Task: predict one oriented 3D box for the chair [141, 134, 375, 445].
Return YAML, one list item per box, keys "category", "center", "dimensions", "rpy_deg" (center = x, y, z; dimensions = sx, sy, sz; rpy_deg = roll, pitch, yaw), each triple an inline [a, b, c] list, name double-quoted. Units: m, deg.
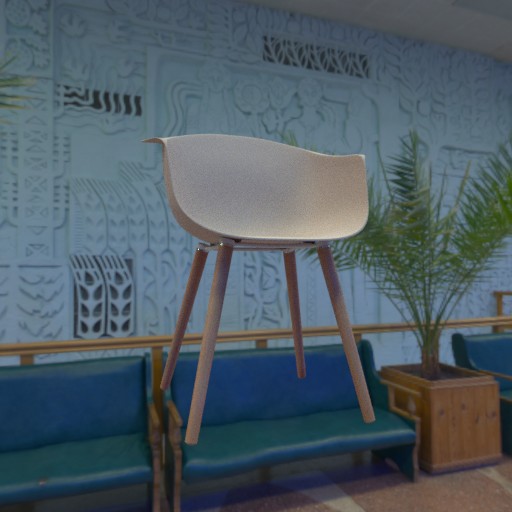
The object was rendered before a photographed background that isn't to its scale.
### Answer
- category: "chair"
  center: [0.000, 0.000, 1.182]
  dimensions: [0.593, 0.781, 0.504]
  rpy_deg: [0, -1, -18]
